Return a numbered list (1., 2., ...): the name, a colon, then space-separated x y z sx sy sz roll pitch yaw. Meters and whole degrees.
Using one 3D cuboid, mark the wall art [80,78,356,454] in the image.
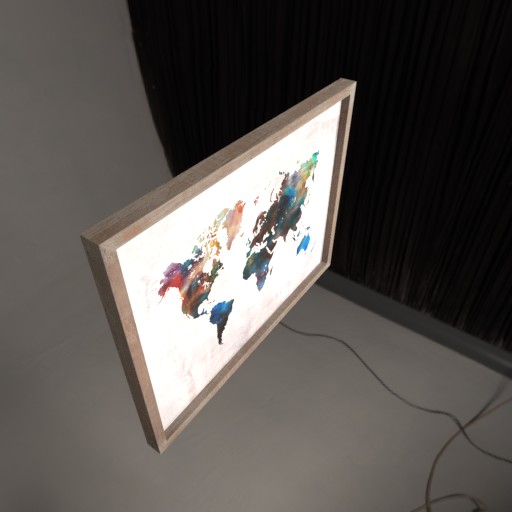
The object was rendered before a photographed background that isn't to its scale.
1. wall art: 0.000 0.000 1.758 0.070 1.009 1.320 25 46 26
